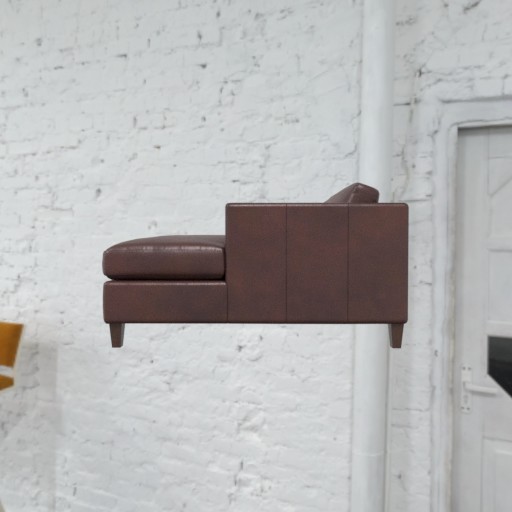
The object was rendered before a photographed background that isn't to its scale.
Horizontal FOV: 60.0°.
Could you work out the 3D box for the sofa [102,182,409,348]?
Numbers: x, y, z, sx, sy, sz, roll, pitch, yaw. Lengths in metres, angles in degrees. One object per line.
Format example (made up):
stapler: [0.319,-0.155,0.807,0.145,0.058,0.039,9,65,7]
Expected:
sofa: [0.000,0.000,3.839,1.581,0.883,3.203,0,1,1]
